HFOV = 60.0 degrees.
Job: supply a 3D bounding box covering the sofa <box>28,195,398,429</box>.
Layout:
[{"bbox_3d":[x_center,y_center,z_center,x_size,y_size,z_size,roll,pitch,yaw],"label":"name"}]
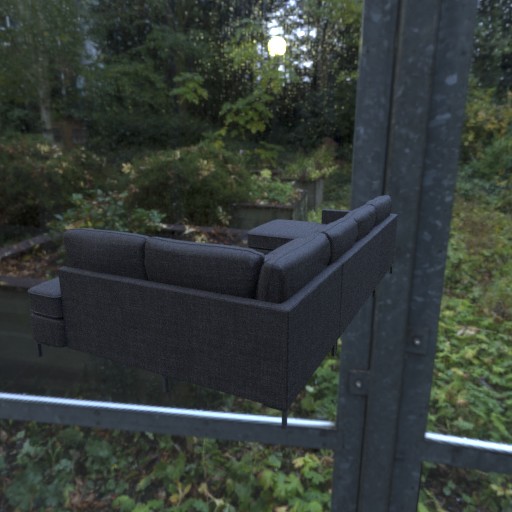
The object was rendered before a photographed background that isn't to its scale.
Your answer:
[{"bbox_3d":[0.000,0.000,4.245,2.048,0.999,3.423,7,17,25],"label":"sofa"}]
